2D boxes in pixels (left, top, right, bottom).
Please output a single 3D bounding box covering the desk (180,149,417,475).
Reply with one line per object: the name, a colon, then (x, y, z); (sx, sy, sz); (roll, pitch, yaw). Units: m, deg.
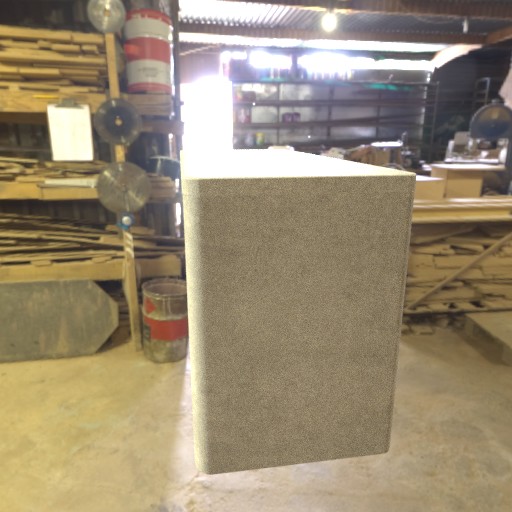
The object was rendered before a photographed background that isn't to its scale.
desk: (0.000, 0.000, 1.735); (0.550, 0.755, 1.400); (-3, 16, -9)
